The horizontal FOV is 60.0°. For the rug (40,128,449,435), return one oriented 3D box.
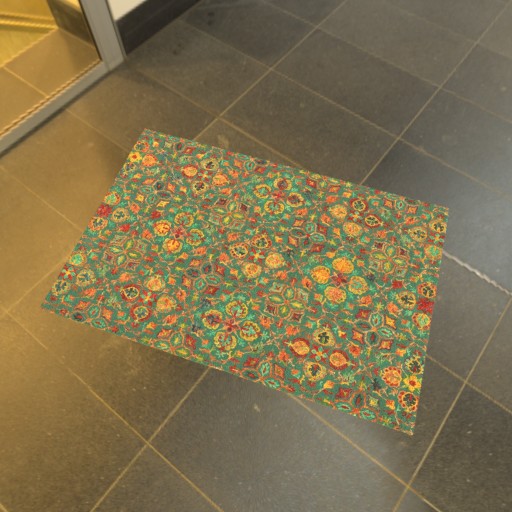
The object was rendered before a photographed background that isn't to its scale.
[{"bbox_3d":[0.000,0.000,2.875,2.290,0.016,1.527,17,64,8],"label":"rug"}]
